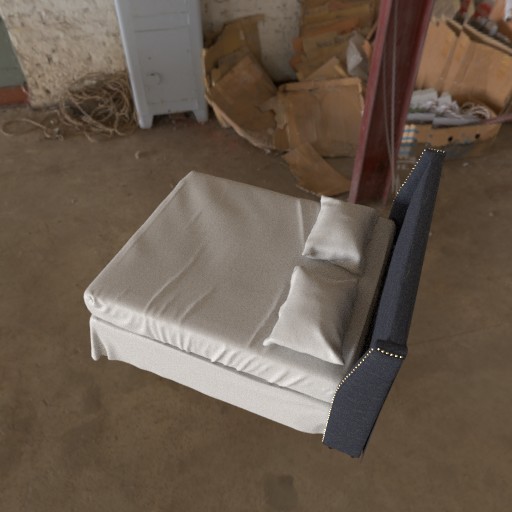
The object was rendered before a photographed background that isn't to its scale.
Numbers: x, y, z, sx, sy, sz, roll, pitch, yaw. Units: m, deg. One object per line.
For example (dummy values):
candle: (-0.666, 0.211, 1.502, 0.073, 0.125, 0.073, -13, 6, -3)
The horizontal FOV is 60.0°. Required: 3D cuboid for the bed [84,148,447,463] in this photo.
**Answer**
bed: (0.000, 0.000, 3.397, 2.276, 1.332, 1.925, 16, 48, 15)
